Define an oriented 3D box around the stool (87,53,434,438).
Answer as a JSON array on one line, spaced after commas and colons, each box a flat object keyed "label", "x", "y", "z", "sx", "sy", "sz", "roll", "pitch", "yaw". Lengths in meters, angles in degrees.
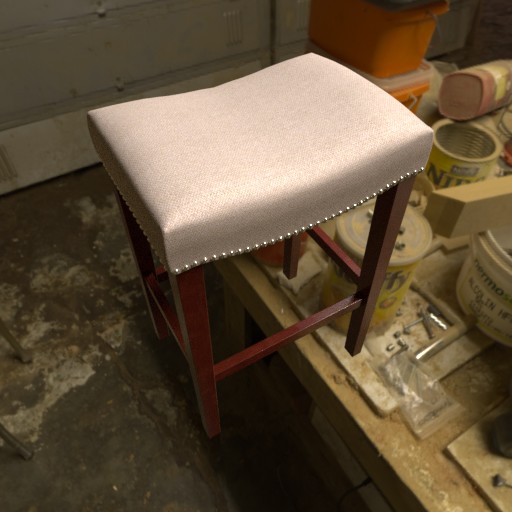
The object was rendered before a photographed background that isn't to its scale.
[{"label": "stool", "x": 0.000, "y": 0.000, "z": 1.016, "sx": 0.504, "sy": 0.742, "sz": 0.372, "roll": -23, "pitch": 52, "yaw": -20}]
